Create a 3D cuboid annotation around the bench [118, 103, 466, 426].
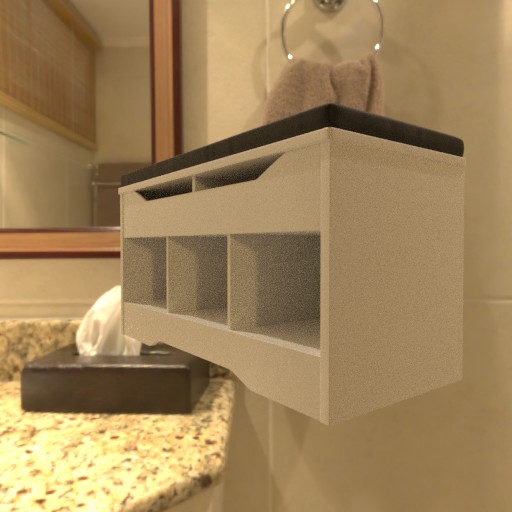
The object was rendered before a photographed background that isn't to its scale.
[{"bbox_3d":[0.000,0.000,1.147,0.401,0.500,0.899,-1,2,-37],"label":"bench"}]
